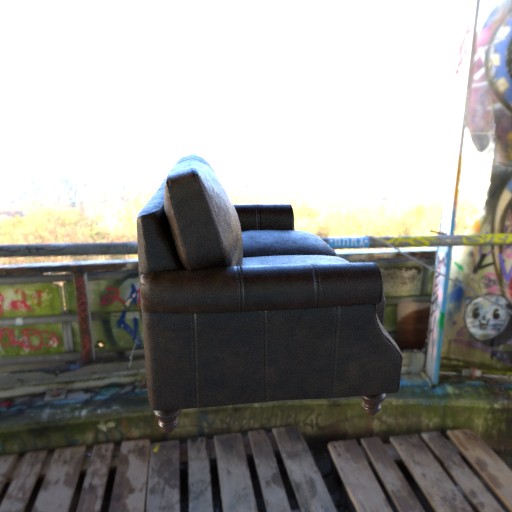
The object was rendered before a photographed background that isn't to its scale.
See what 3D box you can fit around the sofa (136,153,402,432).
[{"bbox_3d":[0.000,0.000,2.249,0.990,0.976,1.616,-2,15,-7],"label":"sofa"}]
